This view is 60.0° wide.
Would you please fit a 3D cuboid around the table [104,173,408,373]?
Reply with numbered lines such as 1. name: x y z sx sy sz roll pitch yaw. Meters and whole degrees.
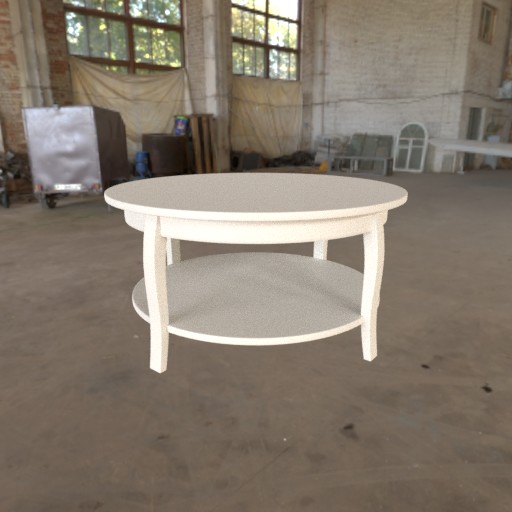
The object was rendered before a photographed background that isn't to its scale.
1. table: 0.000 0.000 1.463 0.910 0.457 0.910 0 16 0
